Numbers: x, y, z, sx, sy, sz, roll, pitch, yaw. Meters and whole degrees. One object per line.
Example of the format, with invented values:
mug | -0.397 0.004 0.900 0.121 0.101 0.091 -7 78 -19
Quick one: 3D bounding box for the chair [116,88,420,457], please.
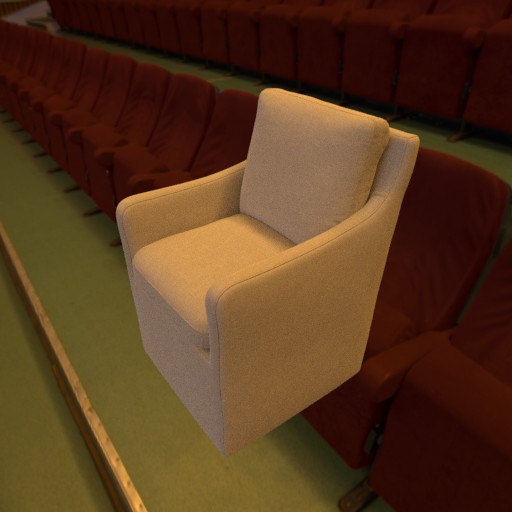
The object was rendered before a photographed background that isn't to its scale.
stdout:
chair | 0.000 0.000 1.433 0.694 0.914 0.626 -22 39 -30
